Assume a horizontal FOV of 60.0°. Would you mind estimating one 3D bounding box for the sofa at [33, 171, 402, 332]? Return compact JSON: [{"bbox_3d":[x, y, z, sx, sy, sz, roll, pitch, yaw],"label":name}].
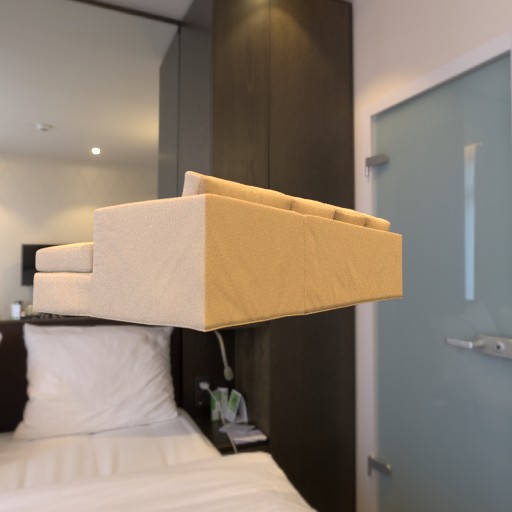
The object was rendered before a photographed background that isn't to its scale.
[{"bbox_3d":[0.000,0.000,3.930,1.622,0.871,3.206,-1,-2,35],"label":"sofa"}]
